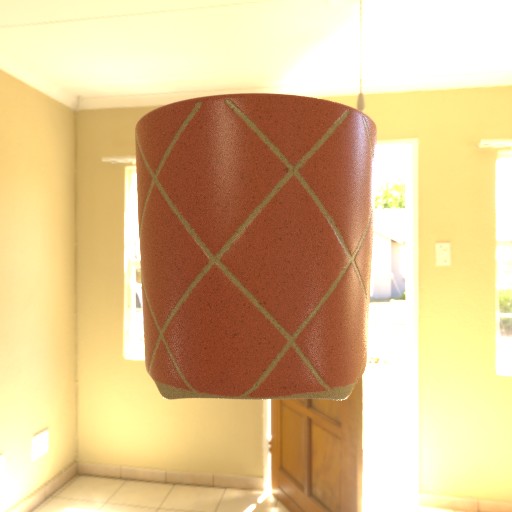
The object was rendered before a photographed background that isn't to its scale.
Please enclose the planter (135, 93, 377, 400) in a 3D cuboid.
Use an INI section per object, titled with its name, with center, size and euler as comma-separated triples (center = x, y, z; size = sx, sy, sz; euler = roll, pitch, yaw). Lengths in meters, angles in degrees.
[planter]
center = 0.000, 0.000, 0.431
size = 0.227, 0.235, 0.227
euler = 0, 0, 0
